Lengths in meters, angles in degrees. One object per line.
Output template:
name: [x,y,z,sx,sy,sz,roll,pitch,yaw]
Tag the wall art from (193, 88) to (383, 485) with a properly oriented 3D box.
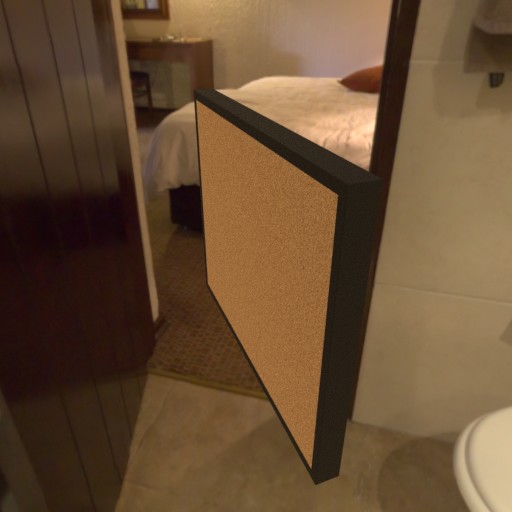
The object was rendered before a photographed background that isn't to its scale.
wall art: [0.000,0.000,0.538,0.028,0.325,0.397,-11,32,-19]
